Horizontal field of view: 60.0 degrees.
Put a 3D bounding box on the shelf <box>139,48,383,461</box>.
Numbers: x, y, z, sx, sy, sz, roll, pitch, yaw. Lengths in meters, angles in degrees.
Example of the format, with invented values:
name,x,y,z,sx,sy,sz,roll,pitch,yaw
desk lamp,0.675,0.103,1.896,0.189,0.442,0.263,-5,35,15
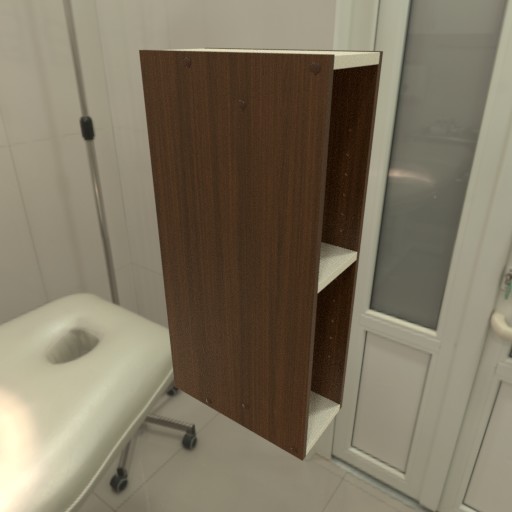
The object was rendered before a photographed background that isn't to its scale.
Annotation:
name,x,y,z,sx,sy,sz,roll,pitch,yaw
shelf,0.000,0.000,0.713,0.290,0.600,0.147,18,32,32
